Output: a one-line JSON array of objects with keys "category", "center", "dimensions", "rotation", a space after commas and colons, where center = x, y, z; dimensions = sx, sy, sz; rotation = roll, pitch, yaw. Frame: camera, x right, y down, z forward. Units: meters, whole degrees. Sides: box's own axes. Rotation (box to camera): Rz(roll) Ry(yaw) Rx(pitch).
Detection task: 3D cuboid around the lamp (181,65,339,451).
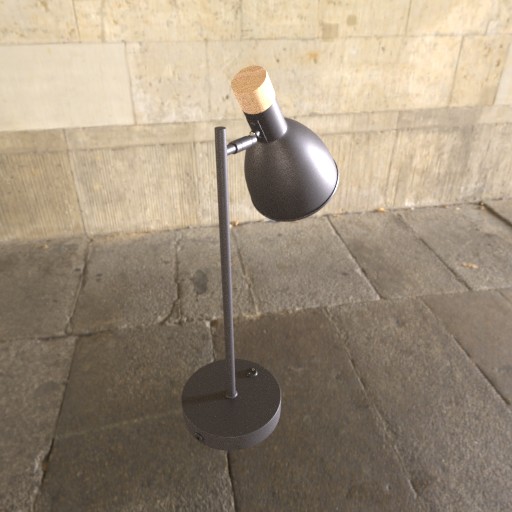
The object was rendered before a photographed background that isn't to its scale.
[{"category": "lamp", "center": [0.000, 0.000, 0.606], "dimensions": [0.152, 0.483, 0.287], "rotation": [20, 37, 29]}]
